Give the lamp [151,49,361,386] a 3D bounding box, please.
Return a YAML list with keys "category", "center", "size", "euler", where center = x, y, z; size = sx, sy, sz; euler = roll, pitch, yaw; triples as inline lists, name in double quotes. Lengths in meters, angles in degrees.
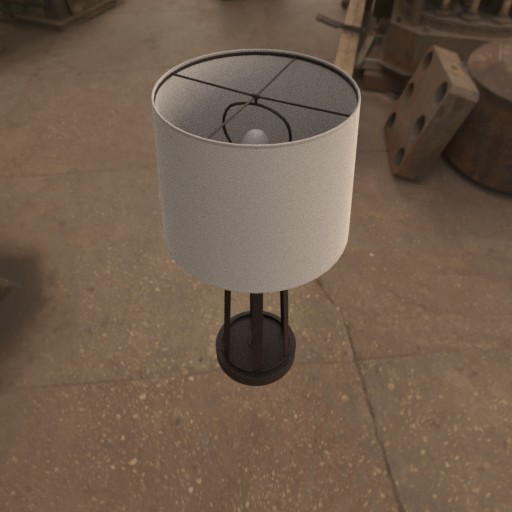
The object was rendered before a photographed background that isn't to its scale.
- category: "lamp"
  center: [0.000, 0.000, 0.654]
  size: [0.251, 0.509, 0.251]
  euler: [0, 46, 0]
